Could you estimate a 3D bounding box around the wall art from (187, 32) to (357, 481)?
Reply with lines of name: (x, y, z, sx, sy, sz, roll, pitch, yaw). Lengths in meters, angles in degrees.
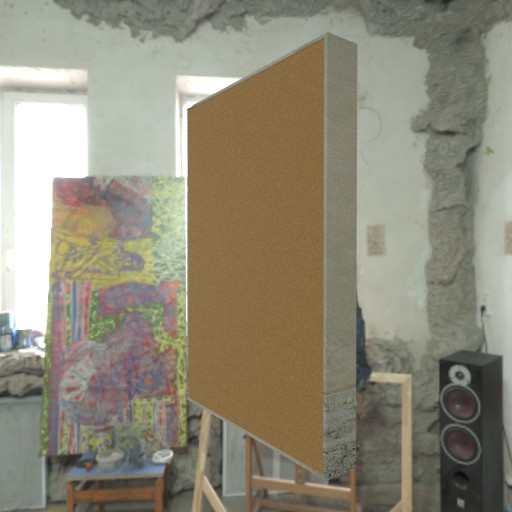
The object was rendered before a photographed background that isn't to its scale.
wall art: (0.000, 0.000, 0.489, 0.038, 0.381, 0.254, -1, 1, -36)
